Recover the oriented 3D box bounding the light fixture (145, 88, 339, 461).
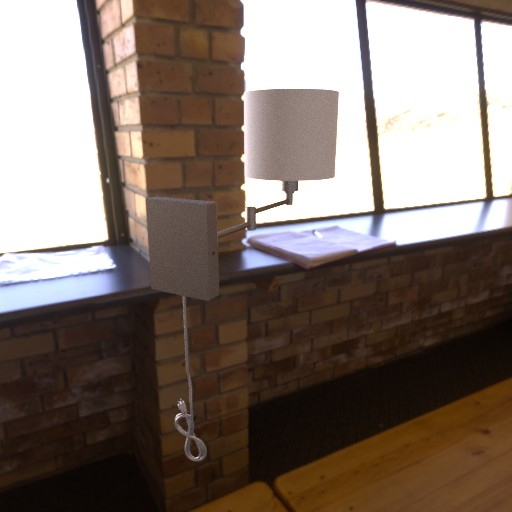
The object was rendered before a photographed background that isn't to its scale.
[{"bbox_3d":[0.000,0.000,0.908,0.203,0.651,0.516,8,18,28],"label":"light fixture"}]
